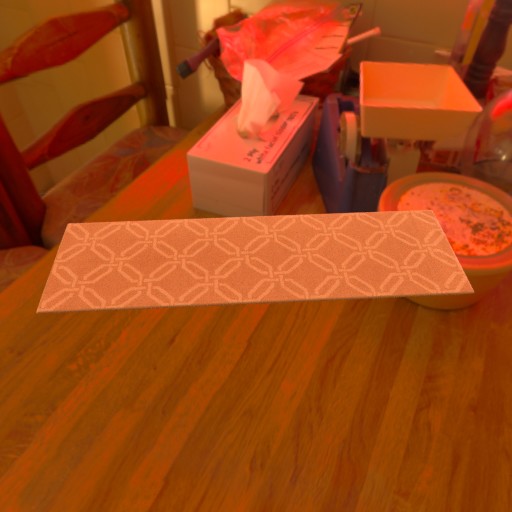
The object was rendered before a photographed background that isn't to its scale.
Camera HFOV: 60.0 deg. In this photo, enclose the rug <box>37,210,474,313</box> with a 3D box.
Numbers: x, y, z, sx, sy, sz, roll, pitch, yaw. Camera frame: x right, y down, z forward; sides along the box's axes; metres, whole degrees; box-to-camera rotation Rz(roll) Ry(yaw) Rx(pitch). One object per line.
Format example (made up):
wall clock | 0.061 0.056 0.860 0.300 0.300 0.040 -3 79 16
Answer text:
rug | 0.000 0.000 2.531 2.276 0.014 0.678 -2 46 -2
